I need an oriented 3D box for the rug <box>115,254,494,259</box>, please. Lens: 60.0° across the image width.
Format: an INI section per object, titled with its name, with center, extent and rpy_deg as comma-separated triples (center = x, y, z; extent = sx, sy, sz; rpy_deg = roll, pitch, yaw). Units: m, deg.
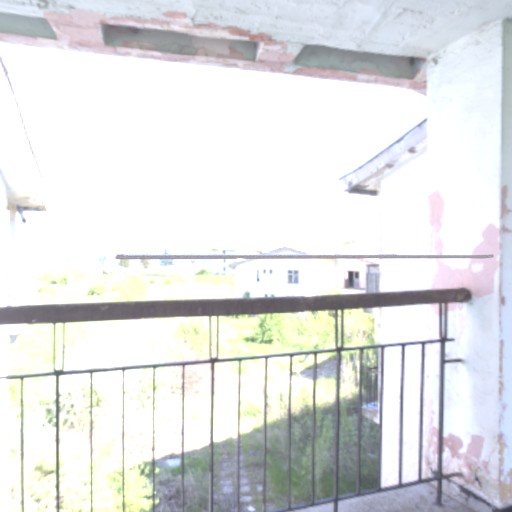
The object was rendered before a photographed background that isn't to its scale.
[rug]
center = 0.000, 0.000, 4.057
extent = 2.434, 0.032, 3.007
rpy_deg = 0, 0, -17
